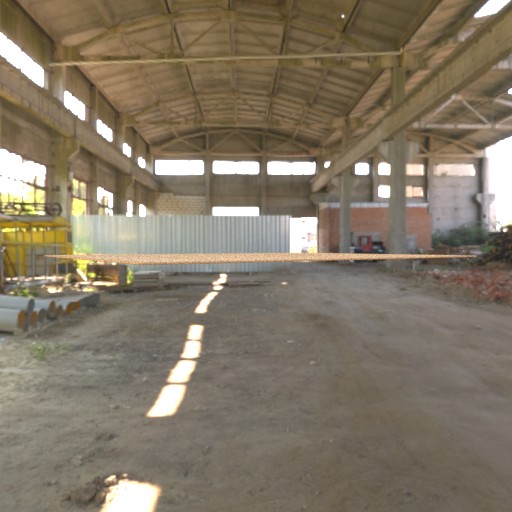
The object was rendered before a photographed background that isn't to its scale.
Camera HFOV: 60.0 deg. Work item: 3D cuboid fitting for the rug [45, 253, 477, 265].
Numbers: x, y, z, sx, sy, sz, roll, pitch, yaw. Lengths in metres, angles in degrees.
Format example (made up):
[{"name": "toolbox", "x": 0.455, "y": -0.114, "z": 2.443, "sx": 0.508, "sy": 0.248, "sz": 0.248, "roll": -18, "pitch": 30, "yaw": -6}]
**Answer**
[{"name": "rug", "x": 0.000, "y": 0.000, "z": 3.943, "sx": 3.048, "sy": 0.013, "sz": 2.439, "roll": -1, "pitch": 1, "yaw": -35}]
